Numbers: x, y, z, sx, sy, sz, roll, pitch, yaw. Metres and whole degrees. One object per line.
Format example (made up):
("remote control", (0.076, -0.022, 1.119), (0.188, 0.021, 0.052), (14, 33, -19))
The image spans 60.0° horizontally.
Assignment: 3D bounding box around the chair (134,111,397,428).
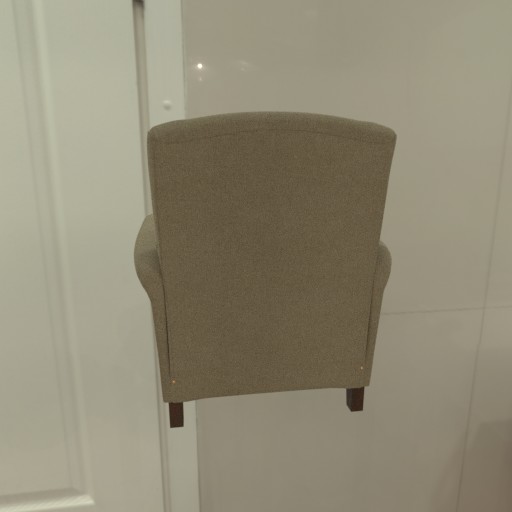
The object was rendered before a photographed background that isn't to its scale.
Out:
("chair", (0.000, 0.000, 1.803), (0.978, 1.061, 0.905), (-2, 14, -8))
